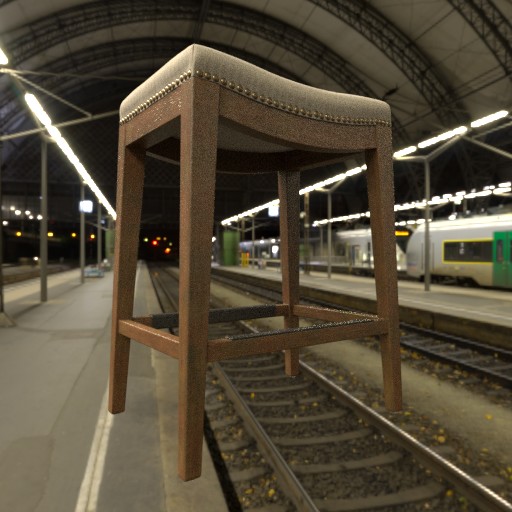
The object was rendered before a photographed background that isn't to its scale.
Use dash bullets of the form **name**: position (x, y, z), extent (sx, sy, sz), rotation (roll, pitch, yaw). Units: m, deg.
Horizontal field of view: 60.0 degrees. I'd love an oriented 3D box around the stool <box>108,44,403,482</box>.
- **stool**: position (0.000, 0.000, 0.929), extent (0.508, 0.660, 0.356), rotation (0, 0, -36)
